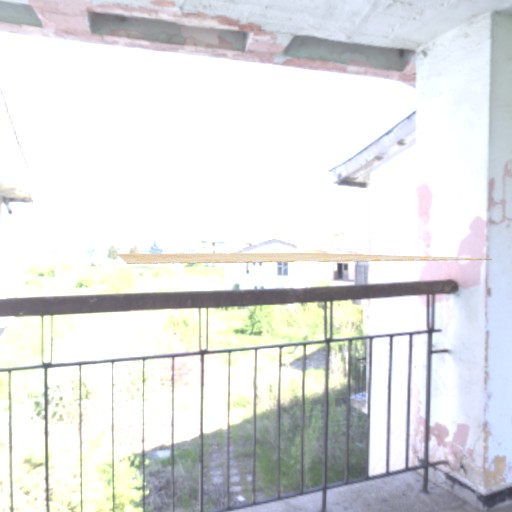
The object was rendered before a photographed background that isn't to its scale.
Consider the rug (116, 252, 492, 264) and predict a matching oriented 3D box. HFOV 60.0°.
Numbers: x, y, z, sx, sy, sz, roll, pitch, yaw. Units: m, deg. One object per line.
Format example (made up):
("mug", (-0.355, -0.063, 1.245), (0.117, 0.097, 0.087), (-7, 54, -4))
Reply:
("rug", (0.000, 0.000, 4.121), (2.433, 0.011, 3.037), (0, 1, -18))
